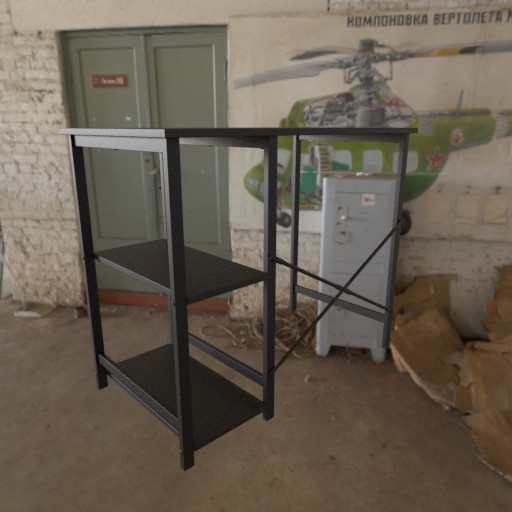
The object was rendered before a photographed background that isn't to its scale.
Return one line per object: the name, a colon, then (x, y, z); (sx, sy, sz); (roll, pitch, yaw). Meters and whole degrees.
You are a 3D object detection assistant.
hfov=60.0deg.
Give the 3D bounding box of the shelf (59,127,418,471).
shelf: (0.000, 0.000, 1.349); (0.902, 0.749, 0.498); (-15, 22, -41)
